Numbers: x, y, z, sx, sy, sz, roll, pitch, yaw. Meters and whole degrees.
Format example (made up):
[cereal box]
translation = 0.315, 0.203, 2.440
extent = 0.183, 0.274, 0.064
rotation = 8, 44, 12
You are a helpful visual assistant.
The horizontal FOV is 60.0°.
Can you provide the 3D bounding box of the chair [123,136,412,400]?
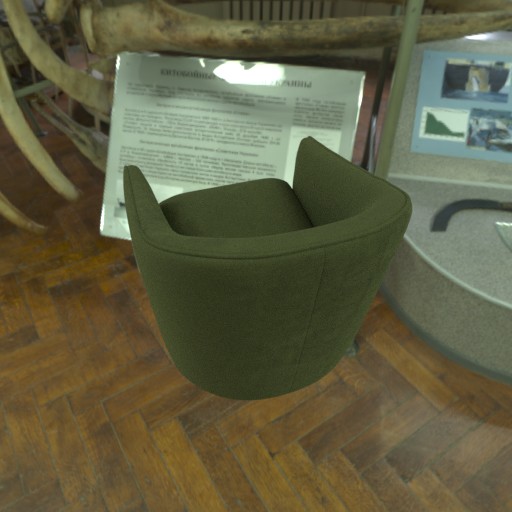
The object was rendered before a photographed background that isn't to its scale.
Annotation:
[chair]
translation = 0.000, 0.000, 1.452
extent = 0.747, 0.799, 0.875
rotation = -13, 43, -14
